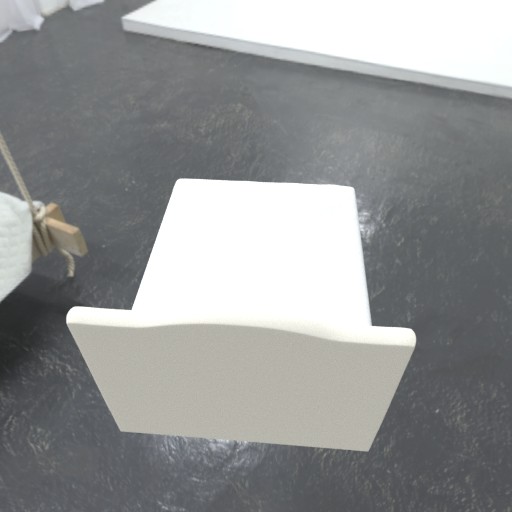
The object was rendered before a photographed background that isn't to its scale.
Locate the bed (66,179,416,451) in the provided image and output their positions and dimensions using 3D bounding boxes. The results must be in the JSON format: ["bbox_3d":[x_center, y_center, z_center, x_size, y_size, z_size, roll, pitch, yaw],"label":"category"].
[{"bbox_3d":[0.000,0.000,3.359,1.821,1.436,2.282,3,46,3],"label":"bed"}]
